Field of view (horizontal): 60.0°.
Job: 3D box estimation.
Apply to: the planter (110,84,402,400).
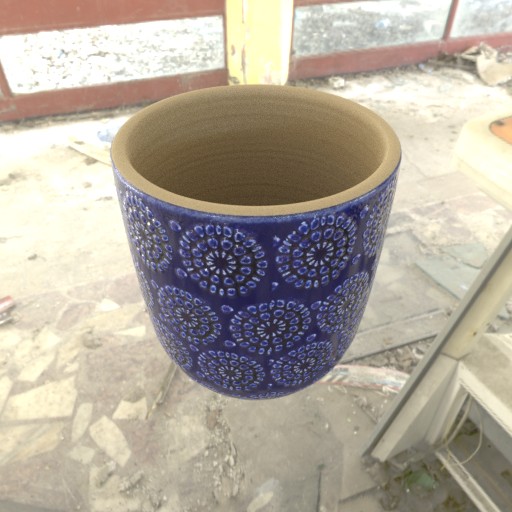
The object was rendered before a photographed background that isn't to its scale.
[{"bbox_3d":[0.000,0.000,0.349,0.184,0.206,0.184,0,40,0],"label":"planter"}]
